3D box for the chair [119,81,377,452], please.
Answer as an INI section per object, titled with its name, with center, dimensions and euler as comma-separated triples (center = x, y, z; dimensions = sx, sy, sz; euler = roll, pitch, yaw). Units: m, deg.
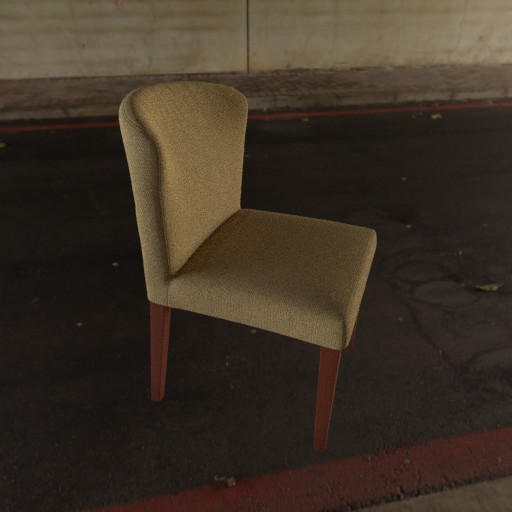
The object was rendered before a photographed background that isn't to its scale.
[chair]
center = 0.000, 0.000, 1.194
dimensions = 0.589, 0.839, 0.491
euler = 11, 32, 17
